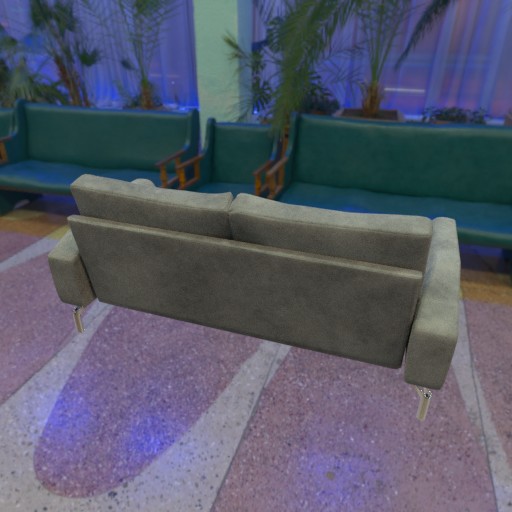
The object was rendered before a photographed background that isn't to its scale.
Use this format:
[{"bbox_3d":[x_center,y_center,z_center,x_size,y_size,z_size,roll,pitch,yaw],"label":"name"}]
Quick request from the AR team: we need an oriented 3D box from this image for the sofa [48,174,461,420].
[{"bbox_3d":[0.000,0.000,2.221,1.837,0.859,0.849,10,31,17],"label":"sofa"}]
